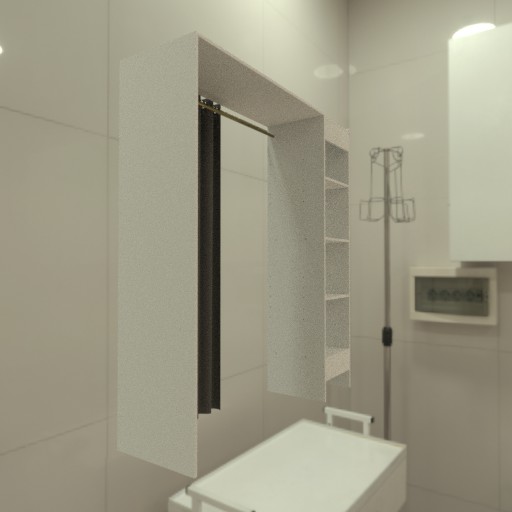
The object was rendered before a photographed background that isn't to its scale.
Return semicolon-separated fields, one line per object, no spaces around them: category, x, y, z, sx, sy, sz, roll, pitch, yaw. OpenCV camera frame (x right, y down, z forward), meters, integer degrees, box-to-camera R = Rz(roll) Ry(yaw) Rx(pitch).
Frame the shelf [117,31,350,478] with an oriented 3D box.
shelf;0.000;0.000;2.589;0.500;1.810;1.600;-1;-1;34
